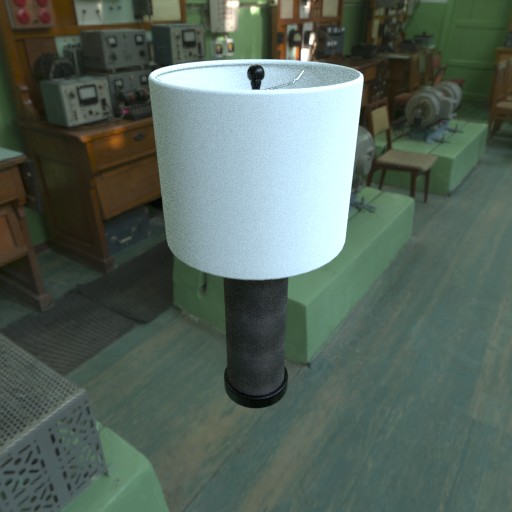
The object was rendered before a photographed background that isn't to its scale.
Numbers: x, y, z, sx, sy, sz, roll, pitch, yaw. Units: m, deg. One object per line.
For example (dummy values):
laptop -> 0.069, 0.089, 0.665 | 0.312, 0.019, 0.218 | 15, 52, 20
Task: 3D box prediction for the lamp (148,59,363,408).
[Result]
lamp -> 0.000, 0.000, 0.794 | 0.305, 0.634, 0.305 | 18, 35, 28
